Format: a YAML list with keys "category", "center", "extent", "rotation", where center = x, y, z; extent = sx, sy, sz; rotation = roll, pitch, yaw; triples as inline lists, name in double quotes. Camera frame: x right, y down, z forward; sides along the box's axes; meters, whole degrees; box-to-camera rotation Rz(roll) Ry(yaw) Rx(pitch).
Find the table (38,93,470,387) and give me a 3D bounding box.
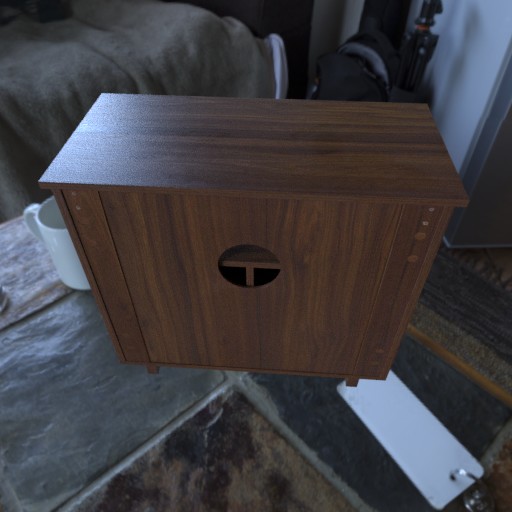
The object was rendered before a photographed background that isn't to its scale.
- category: "table"
  center: [0.000, 0.000, 1.214]
  extent: [0.802, 0.725, 0.390]
  rotation: [3, 45, 3]
